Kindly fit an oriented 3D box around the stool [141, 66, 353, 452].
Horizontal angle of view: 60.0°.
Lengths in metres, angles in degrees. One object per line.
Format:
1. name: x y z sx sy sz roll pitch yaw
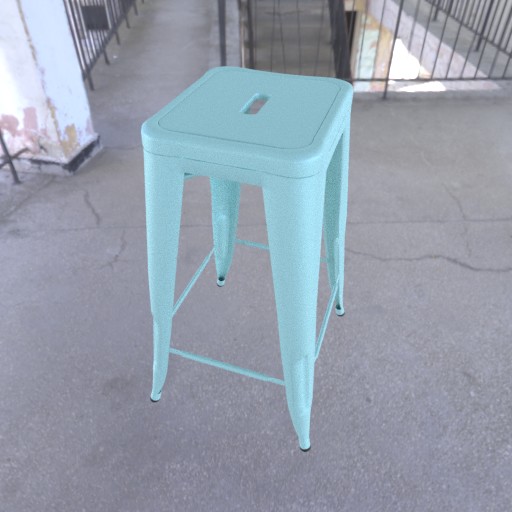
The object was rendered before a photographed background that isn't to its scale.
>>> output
1. stool: 0.000 0.000 0.860 0.359 0.609 0.399 12 42 14
